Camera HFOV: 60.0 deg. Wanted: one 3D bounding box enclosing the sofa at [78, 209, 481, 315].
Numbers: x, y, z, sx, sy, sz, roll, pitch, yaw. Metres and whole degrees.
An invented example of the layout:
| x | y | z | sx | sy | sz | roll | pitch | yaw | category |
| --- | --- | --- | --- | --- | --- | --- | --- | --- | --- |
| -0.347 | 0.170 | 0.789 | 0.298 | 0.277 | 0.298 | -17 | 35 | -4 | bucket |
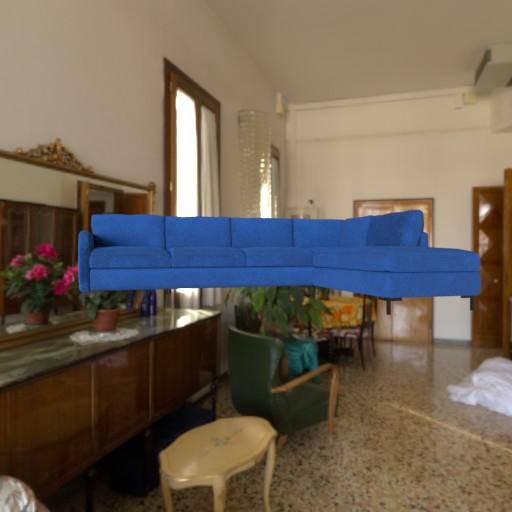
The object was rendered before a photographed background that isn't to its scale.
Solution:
| x | y | z | sx | sy | sz | roll | pitch | yaw | category |
| --- | --- | --- | --- | --- | --- | --- | --- | --- | --- |
| 0.000 | 0.000 | 3.243 | 2.486 | 0.687 | 1.707 | 0 | 1 | -18 | sofa |
